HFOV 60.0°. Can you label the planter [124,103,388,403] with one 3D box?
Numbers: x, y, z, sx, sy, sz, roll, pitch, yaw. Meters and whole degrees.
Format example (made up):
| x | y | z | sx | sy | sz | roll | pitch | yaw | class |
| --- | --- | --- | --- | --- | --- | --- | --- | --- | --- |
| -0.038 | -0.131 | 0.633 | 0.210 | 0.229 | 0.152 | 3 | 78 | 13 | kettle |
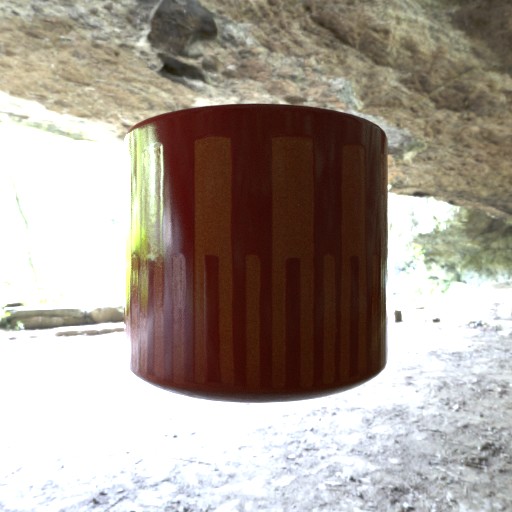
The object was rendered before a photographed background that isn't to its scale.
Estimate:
| x | y | z | sx | sy | sz | roll | pitch | yaw | class |
| --- | --- | --- | --- | --- | --- | --- | --- | --- | --- |
| 0.000 | 0.000 | 0.403 | 0.230 | 0.202 | 0.230 | 0 | 0 | 0 | planter |
